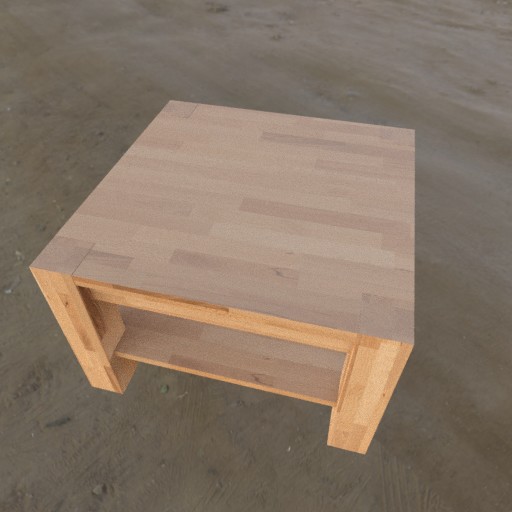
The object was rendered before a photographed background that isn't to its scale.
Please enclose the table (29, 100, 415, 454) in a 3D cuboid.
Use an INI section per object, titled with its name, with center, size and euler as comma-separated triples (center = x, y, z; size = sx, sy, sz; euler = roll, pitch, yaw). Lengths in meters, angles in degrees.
[table]
center = 0.000, 0.000, 1.167
size = 0.700, 0.451, 0.700
euler = 10, 46, 10
